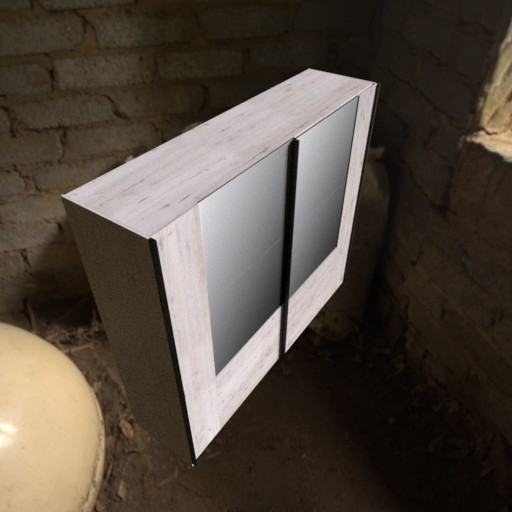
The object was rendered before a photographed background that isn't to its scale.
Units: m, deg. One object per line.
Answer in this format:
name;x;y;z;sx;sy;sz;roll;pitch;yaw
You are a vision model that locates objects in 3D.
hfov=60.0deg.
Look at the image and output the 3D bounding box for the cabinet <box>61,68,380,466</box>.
cabinet;0.000;0.000;3.581;0.660;2.180;2.500;24;46;26
